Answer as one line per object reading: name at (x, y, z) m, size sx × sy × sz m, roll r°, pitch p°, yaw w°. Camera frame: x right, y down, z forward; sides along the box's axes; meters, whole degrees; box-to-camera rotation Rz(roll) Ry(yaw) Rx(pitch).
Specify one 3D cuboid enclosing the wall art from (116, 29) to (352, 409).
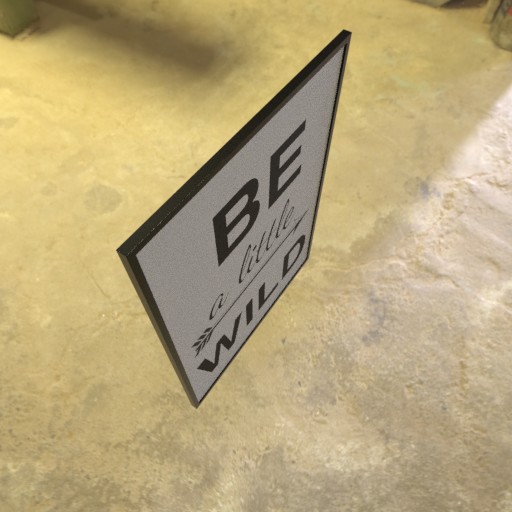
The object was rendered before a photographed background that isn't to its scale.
wall art at (0.000, 0.000, 0.757) m, size 0.013 × 0.582 × 0.442 m, roll 30°, pitch 63°, yaw 18°
